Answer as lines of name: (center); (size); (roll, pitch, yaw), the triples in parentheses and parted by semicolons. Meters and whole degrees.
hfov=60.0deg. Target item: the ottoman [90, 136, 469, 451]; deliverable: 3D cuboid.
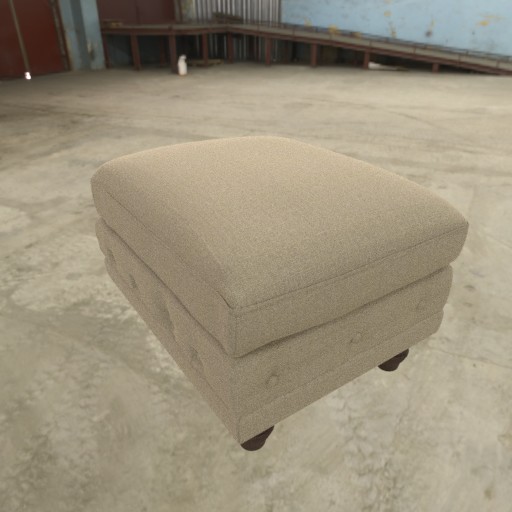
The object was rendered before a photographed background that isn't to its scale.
ottoman: (0.000, 0.000, 1.014); (0.541, 0.463, 0.684); (-18, 33, -29)
